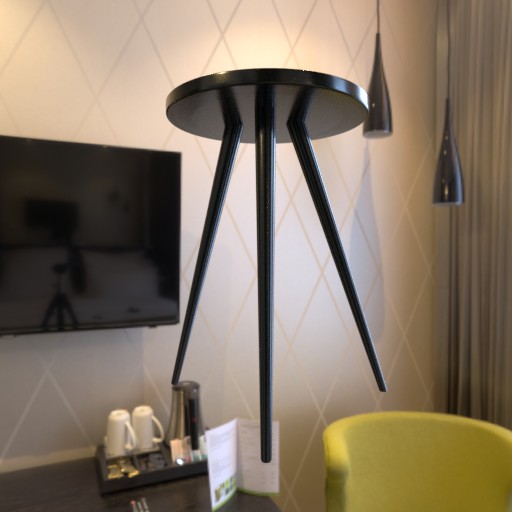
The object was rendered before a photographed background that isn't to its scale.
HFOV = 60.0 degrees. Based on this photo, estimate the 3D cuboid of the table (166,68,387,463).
[{"bbox_3d":[0.000,0.000,0.838,0.415,0.548,0.403,1,1,36],"label":"table"}]
